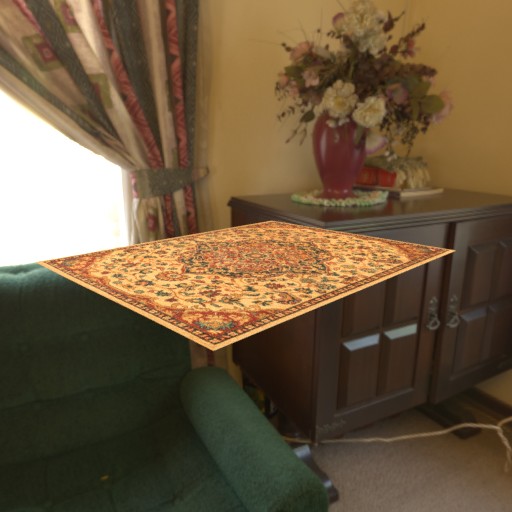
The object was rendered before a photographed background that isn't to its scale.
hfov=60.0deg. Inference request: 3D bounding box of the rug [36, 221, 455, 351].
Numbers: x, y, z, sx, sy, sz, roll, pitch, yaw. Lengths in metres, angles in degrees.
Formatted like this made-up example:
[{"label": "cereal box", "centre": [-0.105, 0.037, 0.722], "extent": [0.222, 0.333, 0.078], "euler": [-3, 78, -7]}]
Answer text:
[{"label": "rug", "centre": [0.000, 0.000, 4.125], "extent": [2.454, 0.005, 3.067], "euler": [14, 20, 43]}]
